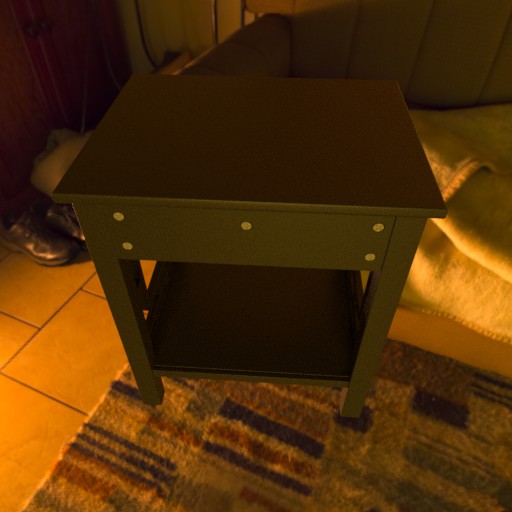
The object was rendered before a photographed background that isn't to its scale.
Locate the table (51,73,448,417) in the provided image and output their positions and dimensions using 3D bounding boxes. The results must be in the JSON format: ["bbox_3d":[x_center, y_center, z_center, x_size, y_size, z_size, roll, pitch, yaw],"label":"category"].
[{"bbox_3d":[0.000,0.000,1.010,0.564,0.646,0.451,3,44,3],"label":"table"}]
